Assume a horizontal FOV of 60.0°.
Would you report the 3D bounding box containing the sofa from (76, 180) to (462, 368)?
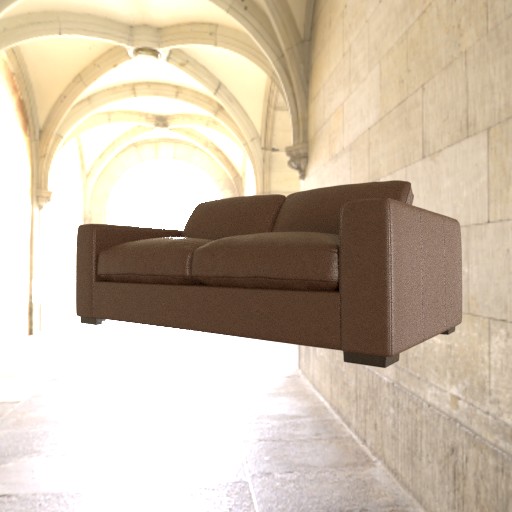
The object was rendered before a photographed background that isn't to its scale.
[{"bbox_3d":[0.000,0.000,2.472,1.920,0.800,1.070,-1,-1,37],"label":"sofa"}]
